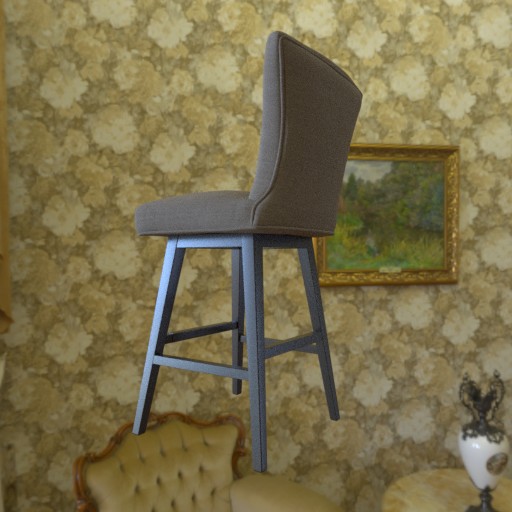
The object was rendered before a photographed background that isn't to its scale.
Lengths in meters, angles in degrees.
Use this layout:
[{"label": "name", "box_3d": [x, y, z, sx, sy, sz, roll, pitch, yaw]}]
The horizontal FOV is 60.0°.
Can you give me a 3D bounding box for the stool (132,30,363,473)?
[{"label": "stool", "box_3d": [0.000, 0.000, 1.394, 0.574, 1.086, 0.514, 0, 0, 36]}]
